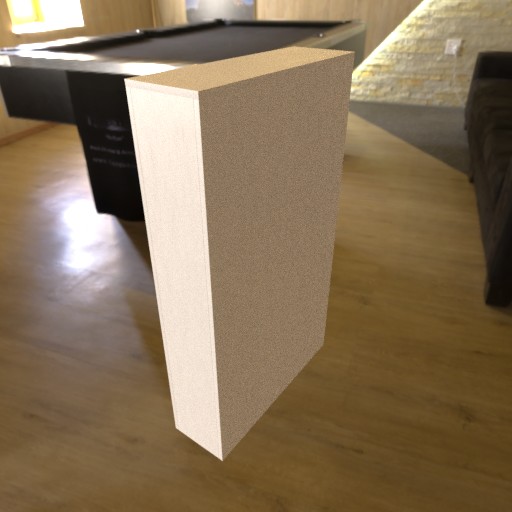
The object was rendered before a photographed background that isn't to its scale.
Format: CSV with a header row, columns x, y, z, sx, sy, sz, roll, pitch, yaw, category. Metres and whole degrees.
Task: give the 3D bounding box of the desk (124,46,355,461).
x,y,z,sx,sy,sz,roll,pitch,yaw,category
0.000,0.000,1.586,0.250,1.280,0.750,21,38,30,desk
